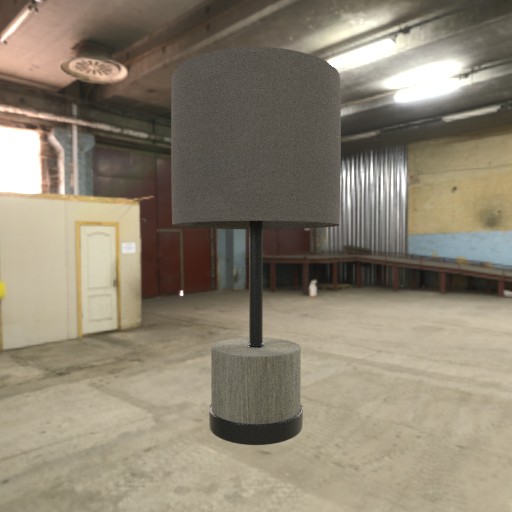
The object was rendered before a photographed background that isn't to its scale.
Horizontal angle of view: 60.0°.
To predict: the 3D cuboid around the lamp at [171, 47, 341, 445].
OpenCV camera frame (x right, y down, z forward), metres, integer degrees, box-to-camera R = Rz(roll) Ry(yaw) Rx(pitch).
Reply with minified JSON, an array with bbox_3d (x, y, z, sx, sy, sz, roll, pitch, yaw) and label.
[{"bbox_3d":[0.000,0.000,0.611,0.229,0.470,0.229,0,1,-18],"label":"lamp"}]
